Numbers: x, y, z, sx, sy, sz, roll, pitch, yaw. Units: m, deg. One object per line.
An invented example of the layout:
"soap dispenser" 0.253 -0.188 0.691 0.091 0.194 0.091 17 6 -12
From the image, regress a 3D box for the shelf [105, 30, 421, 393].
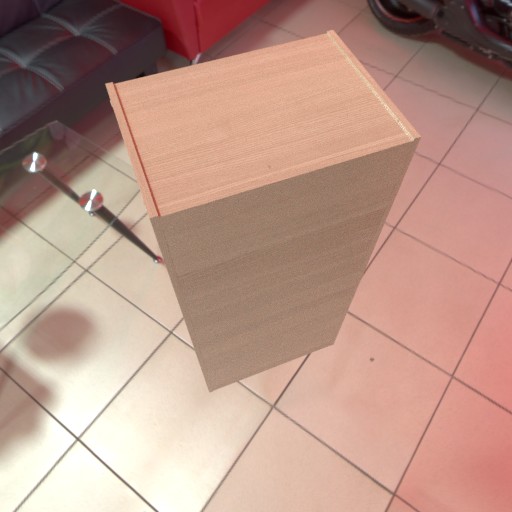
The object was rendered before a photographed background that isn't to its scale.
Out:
"shelf" 0.000 0.000 1.065 0.417 0.876 0.292 -18 60 -11
